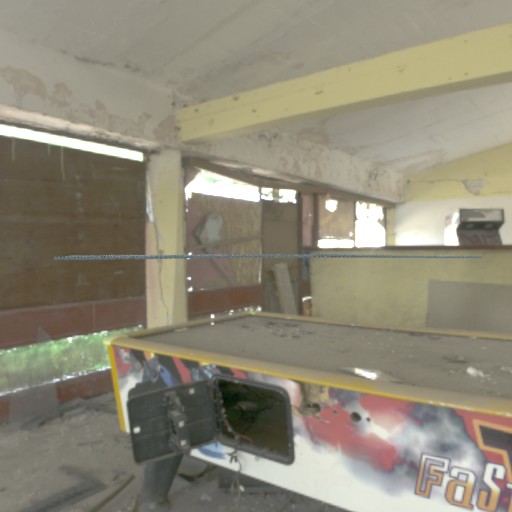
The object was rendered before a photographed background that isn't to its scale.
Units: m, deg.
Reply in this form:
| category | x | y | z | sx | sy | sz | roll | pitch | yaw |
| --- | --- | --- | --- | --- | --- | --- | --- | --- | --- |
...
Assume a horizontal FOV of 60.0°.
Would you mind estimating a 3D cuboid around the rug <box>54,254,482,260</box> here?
| category | x | y | z | sx | sy | sz | roll | pitch | yaw |
| --- | --- | --- | --- | --- | --- | --- | --- | --- | --- |
| rug | 0.000 | 0.000 | 2.252 | 1.777 | 0.021 | 1.145 | 0 | 0 | -18 |
